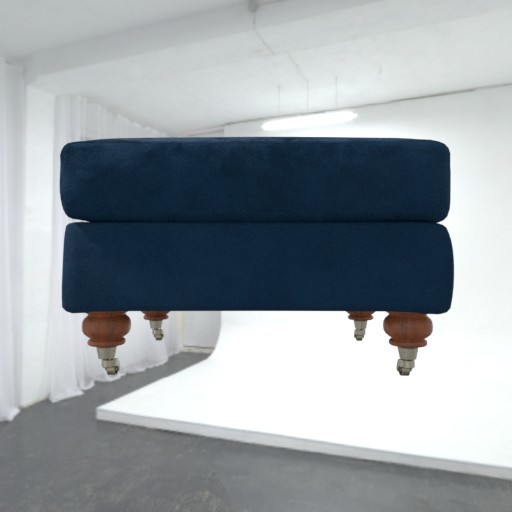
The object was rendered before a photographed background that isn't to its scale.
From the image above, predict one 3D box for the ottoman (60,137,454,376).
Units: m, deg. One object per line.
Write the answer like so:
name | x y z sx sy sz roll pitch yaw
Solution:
ottoman | 0.000 0.000 1.106 0.773 0.503 0.572 0 -1 1
